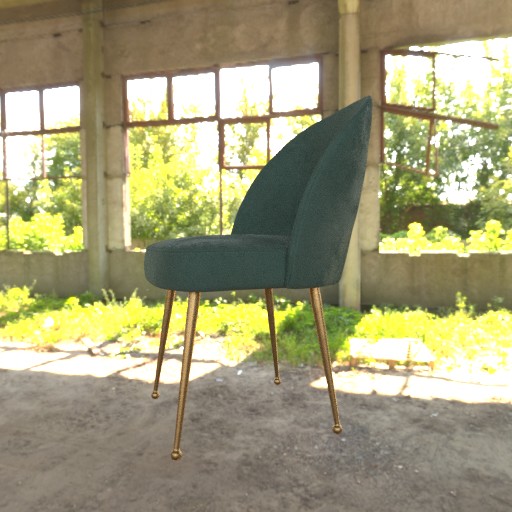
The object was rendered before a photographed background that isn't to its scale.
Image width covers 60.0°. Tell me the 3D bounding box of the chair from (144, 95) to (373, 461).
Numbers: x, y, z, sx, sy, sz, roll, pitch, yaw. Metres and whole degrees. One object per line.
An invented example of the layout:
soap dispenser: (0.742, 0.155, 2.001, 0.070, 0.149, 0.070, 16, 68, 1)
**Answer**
chair: (0.000, 0.000, 1.202, 0.577, 0.860, 0.527, -1, 2, -19)
